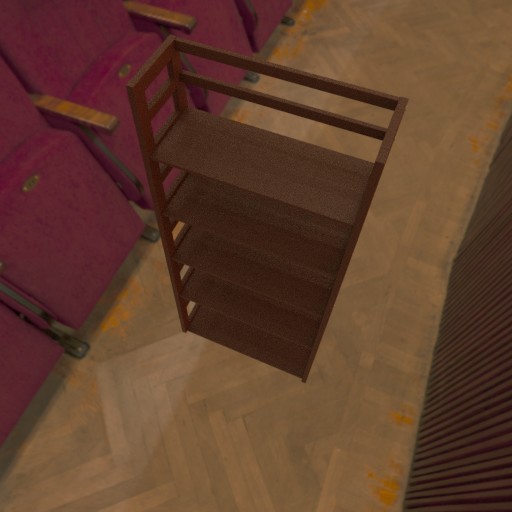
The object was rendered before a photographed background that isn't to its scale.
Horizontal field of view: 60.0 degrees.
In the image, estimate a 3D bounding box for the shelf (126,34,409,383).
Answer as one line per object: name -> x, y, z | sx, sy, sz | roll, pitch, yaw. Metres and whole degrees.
shelf -> 0.000, 0.000, 1.908 | 0.763, 1.600, 0.403 | 20, 61, 12
